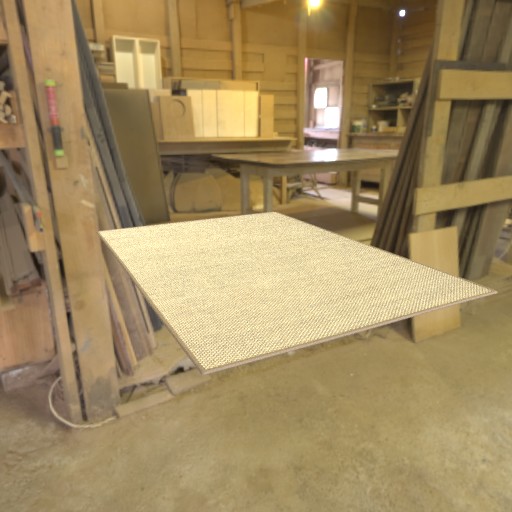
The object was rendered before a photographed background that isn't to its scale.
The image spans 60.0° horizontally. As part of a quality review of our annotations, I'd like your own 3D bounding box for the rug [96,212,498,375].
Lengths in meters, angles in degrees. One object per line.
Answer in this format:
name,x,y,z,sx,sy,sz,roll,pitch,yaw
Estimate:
rug,0.000,0.000,2.668,1.517,0.013,2.115,-9,20,-26
